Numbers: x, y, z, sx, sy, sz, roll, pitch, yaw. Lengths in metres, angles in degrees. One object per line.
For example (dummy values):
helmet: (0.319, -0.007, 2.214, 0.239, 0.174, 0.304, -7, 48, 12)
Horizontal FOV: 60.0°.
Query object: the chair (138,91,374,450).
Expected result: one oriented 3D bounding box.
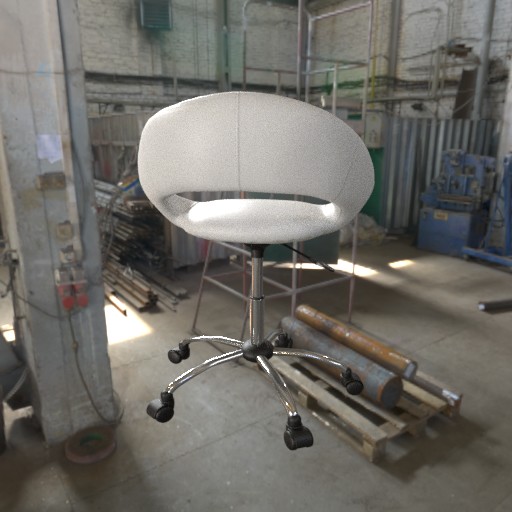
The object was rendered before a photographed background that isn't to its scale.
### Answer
chair: (0.000, 0.000, 1.189, 0.612, 0.791, 0.538, 2, 15, 9)
